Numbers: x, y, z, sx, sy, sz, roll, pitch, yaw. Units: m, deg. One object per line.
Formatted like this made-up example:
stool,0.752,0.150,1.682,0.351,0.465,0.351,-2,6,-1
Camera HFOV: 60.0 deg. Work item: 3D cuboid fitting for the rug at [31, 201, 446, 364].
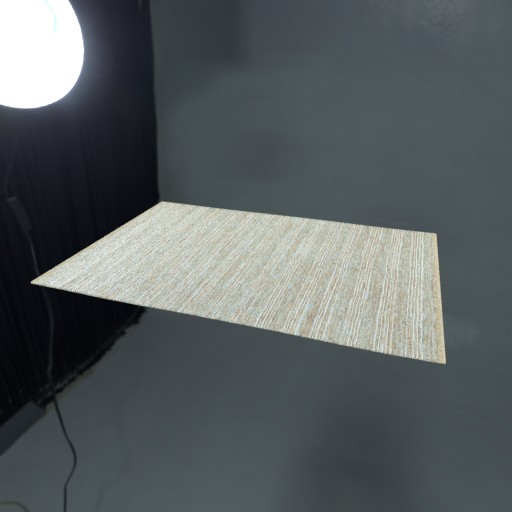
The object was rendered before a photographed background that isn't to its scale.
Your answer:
rug,0.000,0.000,2.346,1.824,0.010,1.240,8,27,17
